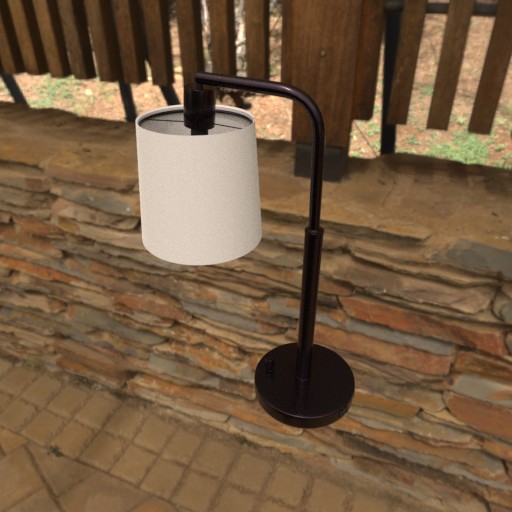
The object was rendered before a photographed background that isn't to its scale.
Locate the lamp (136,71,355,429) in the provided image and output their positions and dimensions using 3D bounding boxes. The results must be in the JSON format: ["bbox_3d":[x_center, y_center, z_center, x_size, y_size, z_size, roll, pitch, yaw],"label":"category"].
[{"bbox_3d":[0.000,0.000,0.635,0.333,0.489,0.171,9,33,15],"label":"lamp"}]
